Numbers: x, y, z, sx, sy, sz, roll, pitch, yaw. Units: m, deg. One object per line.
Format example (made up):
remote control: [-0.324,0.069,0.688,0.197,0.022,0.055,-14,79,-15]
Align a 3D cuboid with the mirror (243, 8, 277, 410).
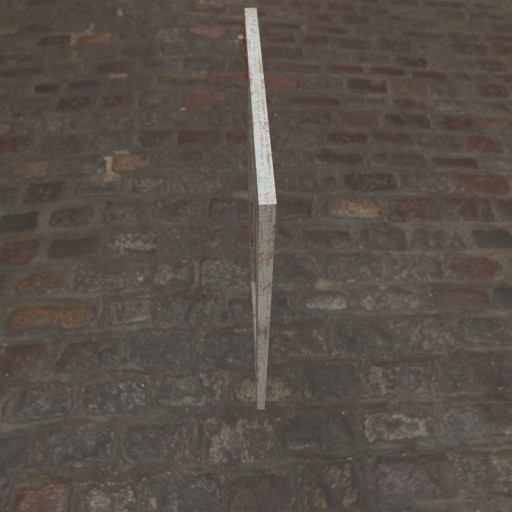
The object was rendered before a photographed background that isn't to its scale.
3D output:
mirror: [0.000,0.000,1.059,0.027,0.922,0.472,-2,56,-2]
